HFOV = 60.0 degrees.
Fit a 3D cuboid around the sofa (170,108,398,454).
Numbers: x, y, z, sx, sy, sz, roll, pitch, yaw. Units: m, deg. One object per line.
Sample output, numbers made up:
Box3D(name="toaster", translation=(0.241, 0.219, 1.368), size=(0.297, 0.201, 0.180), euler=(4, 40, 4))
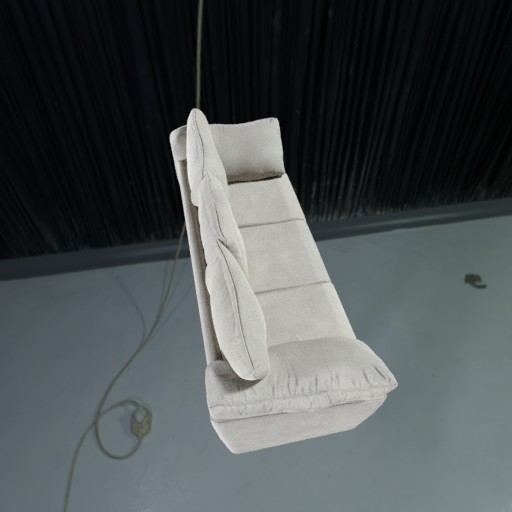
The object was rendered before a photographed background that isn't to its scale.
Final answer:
Box3D(name="sofa", translation=(0.000, 0.000, 2.894), size=(0.878, 0.996, 2.334), euler=(-9, 48, -8))
